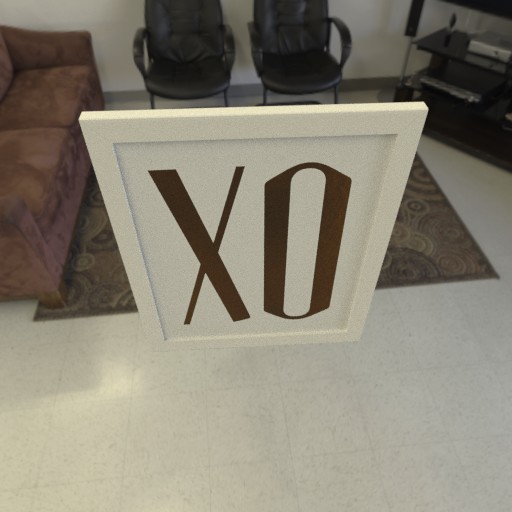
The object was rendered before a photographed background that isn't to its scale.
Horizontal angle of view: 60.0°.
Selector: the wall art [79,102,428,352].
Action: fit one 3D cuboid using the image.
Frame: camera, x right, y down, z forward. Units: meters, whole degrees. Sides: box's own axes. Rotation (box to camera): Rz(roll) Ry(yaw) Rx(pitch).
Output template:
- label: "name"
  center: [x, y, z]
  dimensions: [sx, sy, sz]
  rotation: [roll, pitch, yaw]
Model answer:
- label: "wall art"
  center: [0.000, 0.000, 0.760]
  dimensions: [0.444, 0.536, 0.020]
  rotation: [-2, 46, -2]
